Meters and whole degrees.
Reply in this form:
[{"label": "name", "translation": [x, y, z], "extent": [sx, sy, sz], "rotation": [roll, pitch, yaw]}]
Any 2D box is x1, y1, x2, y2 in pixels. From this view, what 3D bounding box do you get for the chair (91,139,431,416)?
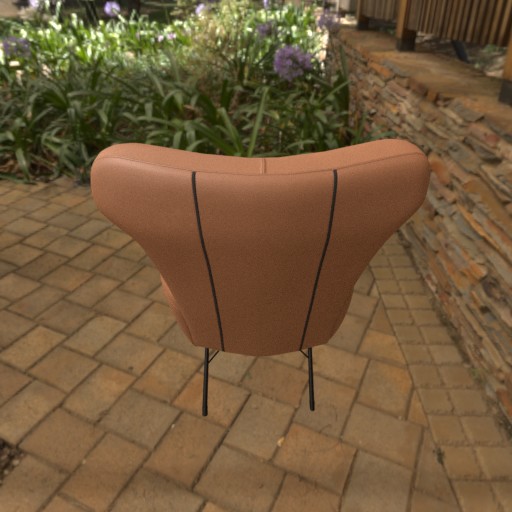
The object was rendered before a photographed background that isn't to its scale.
[{"label": "chair", "translation": [0.000, 0.000, 1.764], "extent": [0.980, 1.050, 0.900], "rotation": [-2, 30, -3]}]
